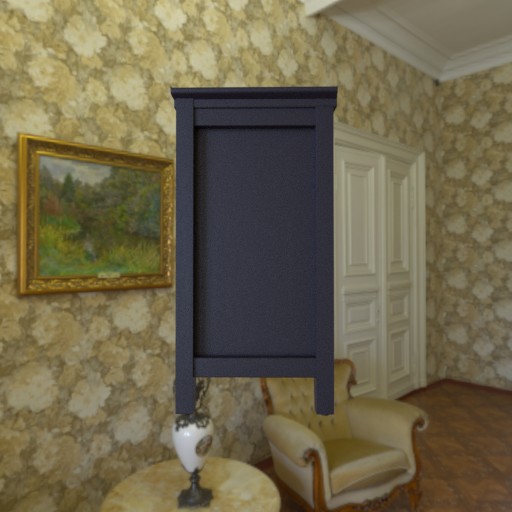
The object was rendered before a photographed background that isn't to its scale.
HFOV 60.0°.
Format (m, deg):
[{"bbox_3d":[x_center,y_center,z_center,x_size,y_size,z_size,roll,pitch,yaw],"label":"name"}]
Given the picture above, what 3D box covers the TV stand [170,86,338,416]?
[{"bbox_3d":[0.000,0.000,1.499,0.347,0.681,1.198,0,-1,1],"label":"TV stand"}]
